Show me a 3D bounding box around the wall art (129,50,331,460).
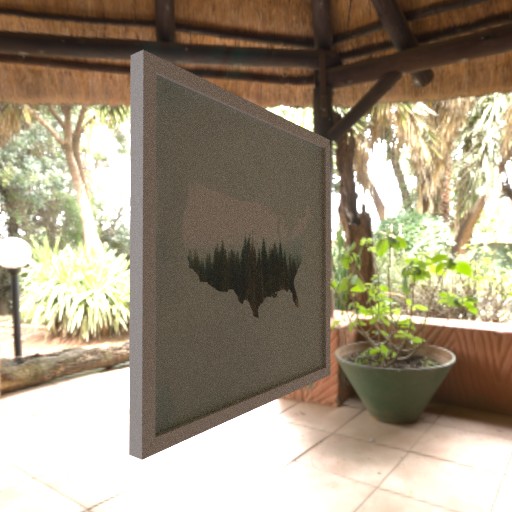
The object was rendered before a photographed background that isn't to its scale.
[{"bbox_3d":[0.000,0.000,1.141,0.038,0.762,0.762,-1,-1,36],"label":"wall art"}]
